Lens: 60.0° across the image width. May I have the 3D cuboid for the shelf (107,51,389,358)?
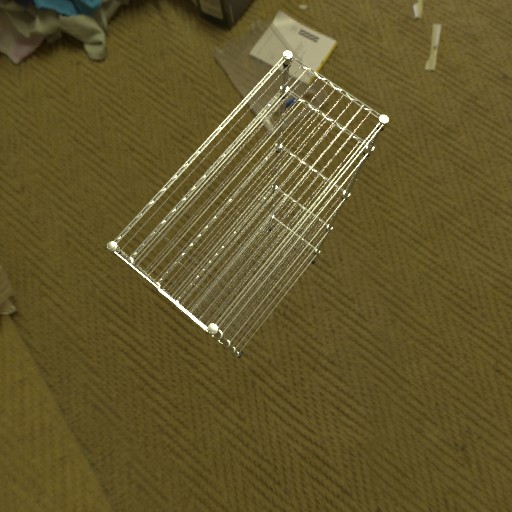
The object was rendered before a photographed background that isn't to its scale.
[{"bbox_3d":[0.000,0.000,1.911,0.356,1.587,0.762,38,78,9],"label":"shelf"}]
